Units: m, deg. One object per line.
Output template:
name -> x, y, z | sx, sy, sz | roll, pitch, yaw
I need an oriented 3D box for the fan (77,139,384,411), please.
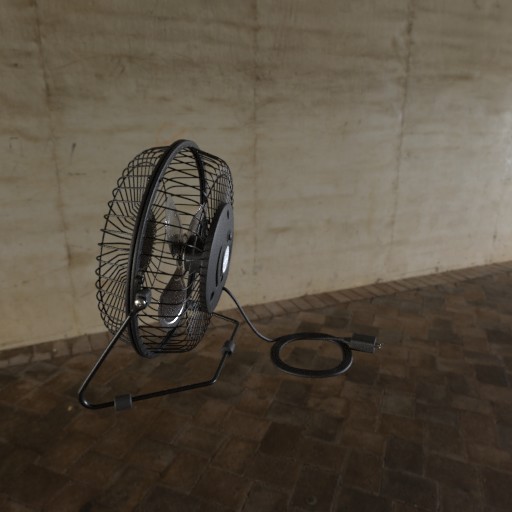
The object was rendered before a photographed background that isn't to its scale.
fan -> 0.000, 0.000, 0.370 | 0.227, 0.188, 0.209 | 3, 17, 8
